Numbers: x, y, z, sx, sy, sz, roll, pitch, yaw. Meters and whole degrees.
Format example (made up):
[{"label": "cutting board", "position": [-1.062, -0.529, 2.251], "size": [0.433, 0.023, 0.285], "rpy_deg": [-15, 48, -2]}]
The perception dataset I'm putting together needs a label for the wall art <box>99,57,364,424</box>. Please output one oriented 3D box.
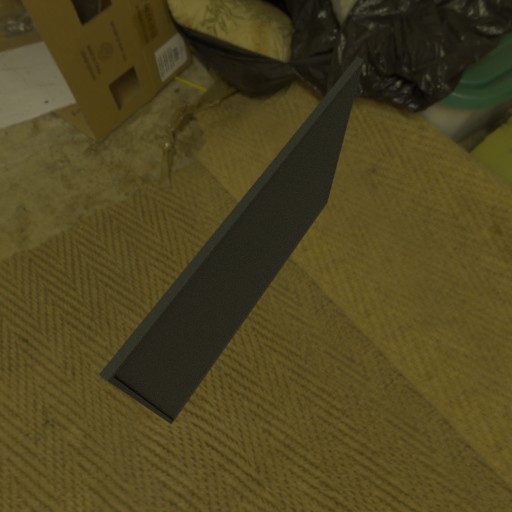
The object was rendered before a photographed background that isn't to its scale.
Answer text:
[{"label": "wall art", "position": [0.000, 0.000, 1.531], "size": [0.028, 0.805, 1.190], "rpy_deg": [31, 67, 14]}]
